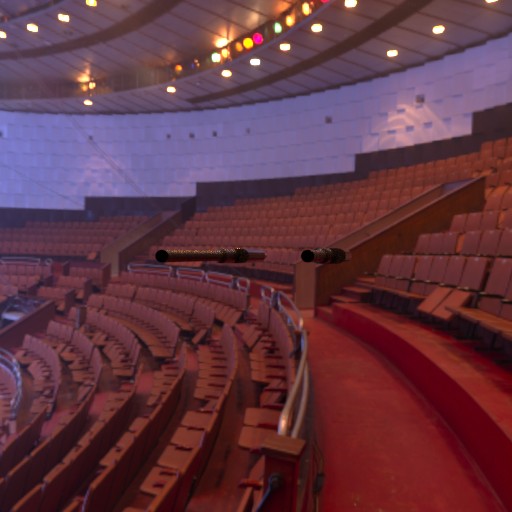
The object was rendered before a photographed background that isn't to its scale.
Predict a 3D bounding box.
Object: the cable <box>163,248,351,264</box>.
[{"bbox_3d":[0.000,0.000,0.113,0.041,0.005,0.098,0,0,17],"label":"cable"}]
